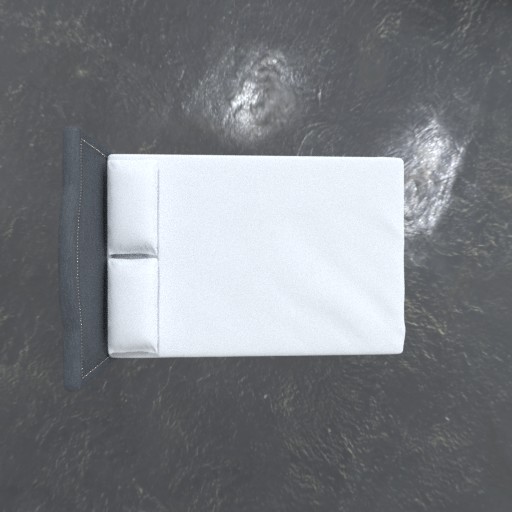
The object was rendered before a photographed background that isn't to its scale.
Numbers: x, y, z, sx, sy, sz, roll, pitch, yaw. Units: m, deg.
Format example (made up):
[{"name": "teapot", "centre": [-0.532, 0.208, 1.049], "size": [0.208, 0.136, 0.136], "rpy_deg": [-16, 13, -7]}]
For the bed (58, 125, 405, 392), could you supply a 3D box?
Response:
[{"name": "bed", "centre": [0.000, 0.000, 3.479], "size": [2.507, 1.441, 1.747], "rpy_deg": [0, 91, -3]}]
